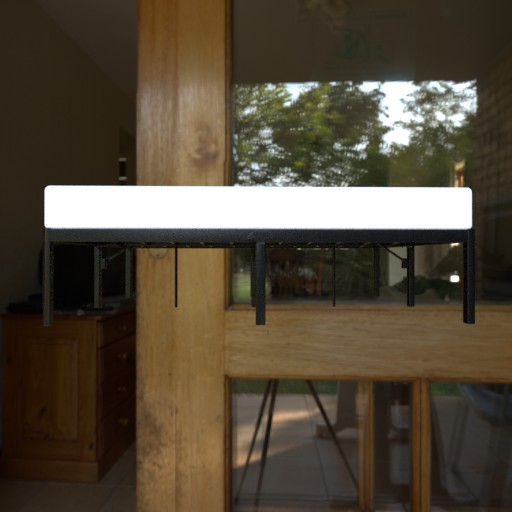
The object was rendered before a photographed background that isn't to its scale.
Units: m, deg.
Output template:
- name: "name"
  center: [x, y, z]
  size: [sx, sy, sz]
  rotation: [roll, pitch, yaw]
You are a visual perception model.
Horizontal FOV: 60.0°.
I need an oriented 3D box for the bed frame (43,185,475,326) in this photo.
- name: "bed frame"
  center: [0.000, 0.000, 2.864]
  size: [2.072, 0.659, 1.557]
  rotation: [0, 0, -2]
